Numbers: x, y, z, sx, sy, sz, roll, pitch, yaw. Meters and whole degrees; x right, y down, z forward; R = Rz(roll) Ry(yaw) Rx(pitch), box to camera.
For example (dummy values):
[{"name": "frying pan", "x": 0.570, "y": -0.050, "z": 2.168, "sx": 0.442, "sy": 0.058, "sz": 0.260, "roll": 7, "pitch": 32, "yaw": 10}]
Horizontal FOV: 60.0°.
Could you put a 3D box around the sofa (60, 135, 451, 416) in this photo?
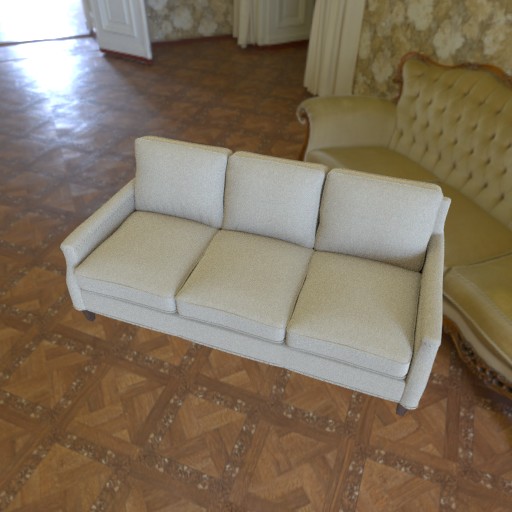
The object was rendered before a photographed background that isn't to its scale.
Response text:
[{"name": "sofa", "x": 0.000, "y": 0.000, "z": 2.840, "sx": 2.246, "sy": 1.003, "sz": 1.084, "roll": 13, "pitch": 42, "yaw": 15}]
